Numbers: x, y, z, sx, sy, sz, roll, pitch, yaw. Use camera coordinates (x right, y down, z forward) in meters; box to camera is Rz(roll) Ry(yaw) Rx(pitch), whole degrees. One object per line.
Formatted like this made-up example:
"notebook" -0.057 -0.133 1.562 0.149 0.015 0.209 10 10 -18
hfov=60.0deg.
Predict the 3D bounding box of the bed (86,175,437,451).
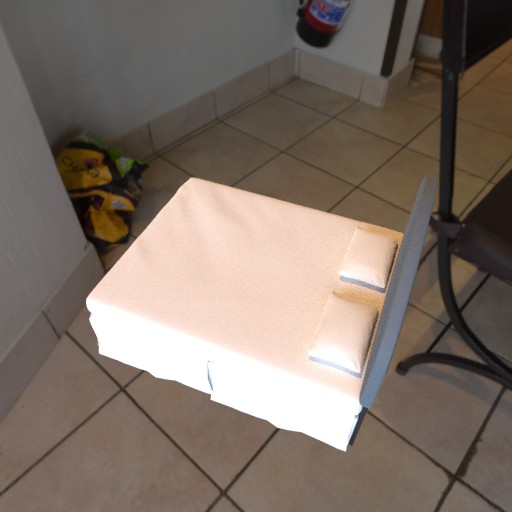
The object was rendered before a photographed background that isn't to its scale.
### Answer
"bed" 0.000 0.000 3.115 2.005 1.410 1.607 17 49 15
